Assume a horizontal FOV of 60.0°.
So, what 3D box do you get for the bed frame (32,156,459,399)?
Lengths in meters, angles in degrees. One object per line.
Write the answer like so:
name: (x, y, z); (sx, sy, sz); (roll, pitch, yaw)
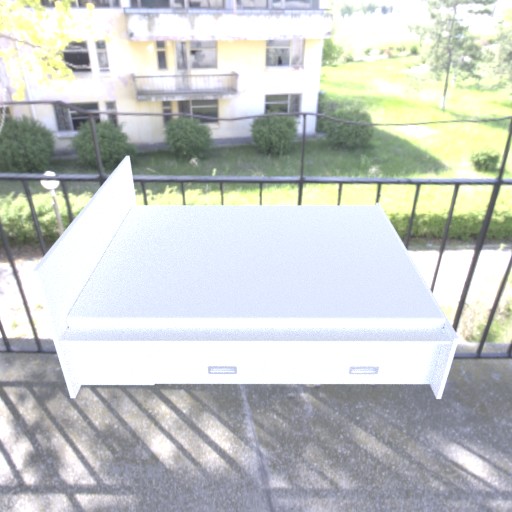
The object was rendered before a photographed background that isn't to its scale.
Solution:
bed frame: (0.000, 0.000, 2.843); (1.960, 0.800, 1.622); (0, 30, 0)
